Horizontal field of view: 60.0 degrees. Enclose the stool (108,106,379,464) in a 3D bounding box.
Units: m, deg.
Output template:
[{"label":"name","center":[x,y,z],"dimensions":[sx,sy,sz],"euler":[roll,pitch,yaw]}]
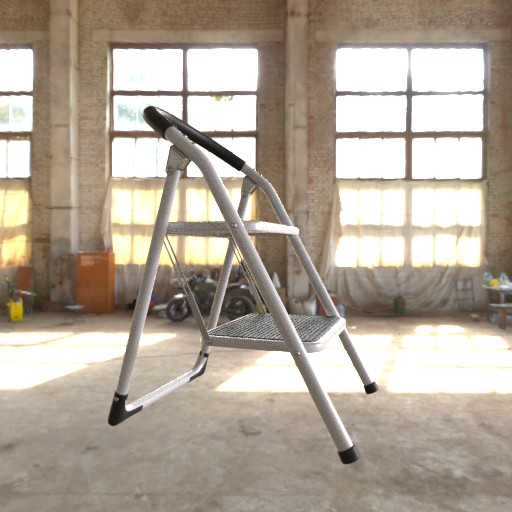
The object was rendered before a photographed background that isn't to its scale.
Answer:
[{"label":"stool","center":[0.000,0.000,1.100],"dimensions":[0.559,0.760,0.453],"euler":[0,1,20]}]
